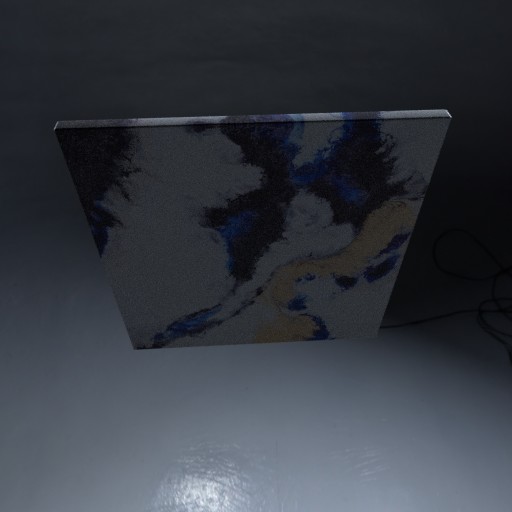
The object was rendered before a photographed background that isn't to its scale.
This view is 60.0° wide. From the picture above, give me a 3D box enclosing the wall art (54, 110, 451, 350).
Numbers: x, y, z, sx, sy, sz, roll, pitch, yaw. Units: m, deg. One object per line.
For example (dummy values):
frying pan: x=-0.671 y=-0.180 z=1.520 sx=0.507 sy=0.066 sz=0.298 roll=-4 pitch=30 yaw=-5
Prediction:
wall art: x=0.000 y=0.000 z=1.314 sx=0.887 sy=0.885 sz=0.038 roll=-2 pitch=46 yaw=-2
